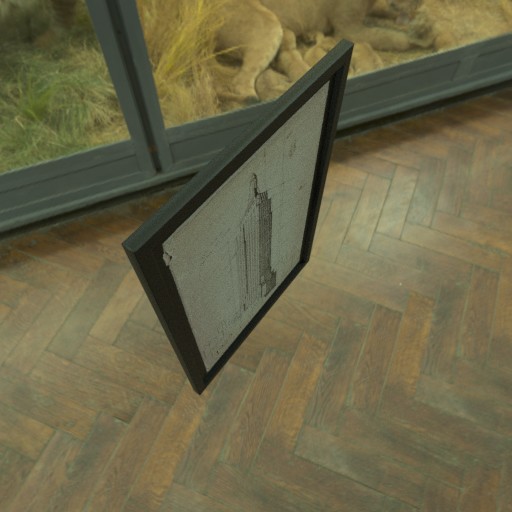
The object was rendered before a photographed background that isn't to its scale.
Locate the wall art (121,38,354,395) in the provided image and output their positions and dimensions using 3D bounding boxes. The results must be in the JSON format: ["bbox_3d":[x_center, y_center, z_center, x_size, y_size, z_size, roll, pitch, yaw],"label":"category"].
[{"bbox_3d":[0.000,0.000,0.564,0.013,0.431,0.303,33,65,18],"label":"wall art"}]
